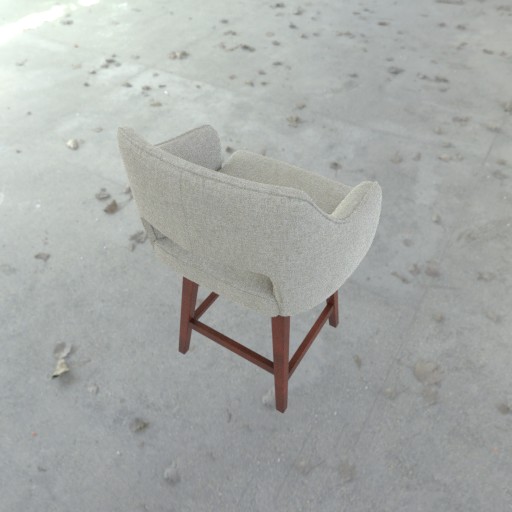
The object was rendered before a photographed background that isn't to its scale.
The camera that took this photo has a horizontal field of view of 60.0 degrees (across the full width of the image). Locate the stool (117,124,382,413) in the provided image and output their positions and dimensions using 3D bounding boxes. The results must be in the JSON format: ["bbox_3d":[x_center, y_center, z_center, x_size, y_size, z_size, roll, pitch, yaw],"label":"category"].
[{"bbox_3d":[0.000,0.000,1.334,0.599,0.944,0.558,24,51,22],"label":"stool"}]
